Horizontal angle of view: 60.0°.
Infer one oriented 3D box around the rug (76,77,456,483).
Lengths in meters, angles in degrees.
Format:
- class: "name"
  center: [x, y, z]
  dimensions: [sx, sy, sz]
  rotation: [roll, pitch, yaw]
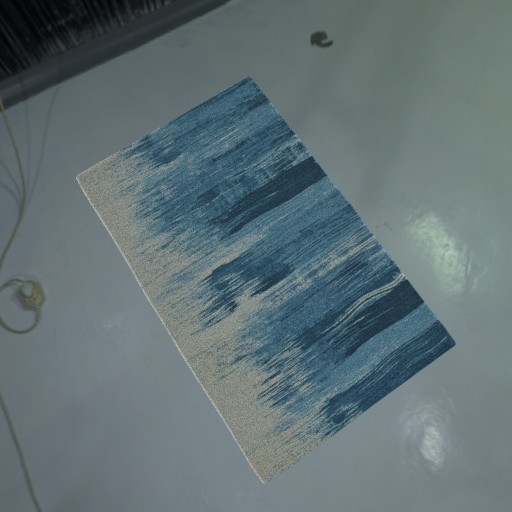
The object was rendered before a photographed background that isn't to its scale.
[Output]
- class: "rug"
  center: [0.000, 0.000, 3.045]
  dimensions: [1.540, 0.027, 2.450]
  rotation: [-33, 77, -8]
